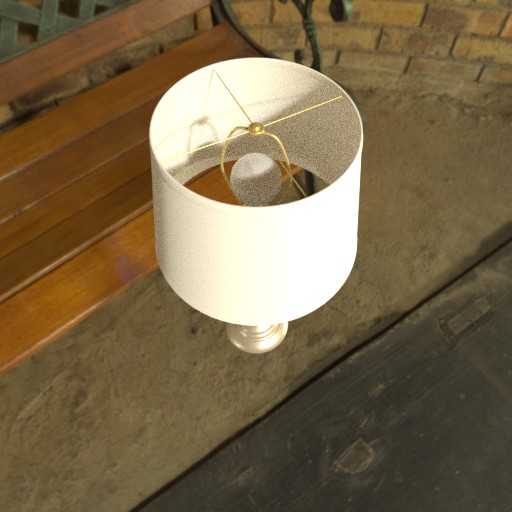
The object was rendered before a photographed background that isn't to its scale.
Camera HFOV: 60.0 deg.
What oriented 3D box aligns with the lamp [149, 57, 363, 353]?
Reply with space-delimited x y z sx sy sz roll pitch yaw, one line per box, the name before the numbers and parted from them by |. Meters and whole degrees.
lamp | 0.000 0.000 0.791 0.328 0.612 0.328 0 59 0
